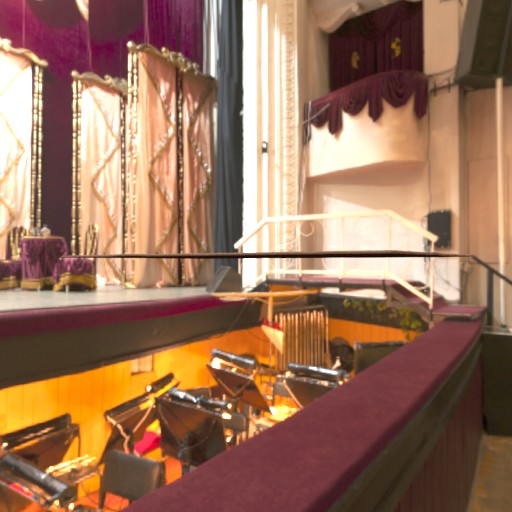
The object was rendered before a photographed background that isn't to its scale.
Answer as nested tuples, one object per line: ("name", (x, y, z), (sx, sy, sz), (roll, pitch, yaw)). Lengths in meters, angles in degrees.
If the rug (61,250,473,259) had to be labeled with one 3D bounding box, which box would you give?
("rug", (0.000, 0.000, 1.076), (0.867, 0.007, 0.515), (-1, -1, 37))
